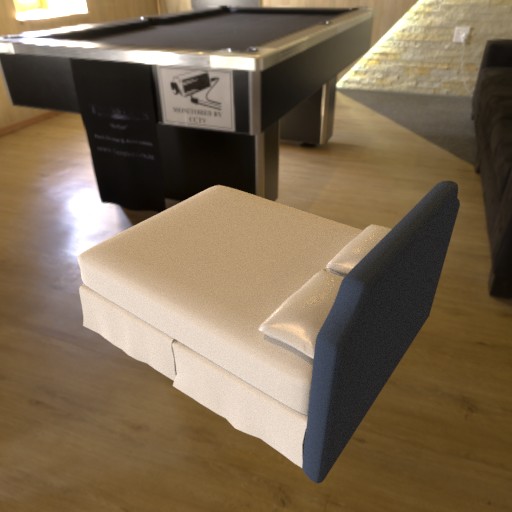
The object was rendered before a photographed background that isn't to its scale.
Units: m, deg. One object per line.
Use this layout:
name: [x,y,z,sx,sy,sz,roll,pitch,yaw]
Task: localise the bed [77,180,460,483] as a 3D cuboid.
bed: [0.000,0.000,3.303,2.260,1.297,1.831,22,39,30]
